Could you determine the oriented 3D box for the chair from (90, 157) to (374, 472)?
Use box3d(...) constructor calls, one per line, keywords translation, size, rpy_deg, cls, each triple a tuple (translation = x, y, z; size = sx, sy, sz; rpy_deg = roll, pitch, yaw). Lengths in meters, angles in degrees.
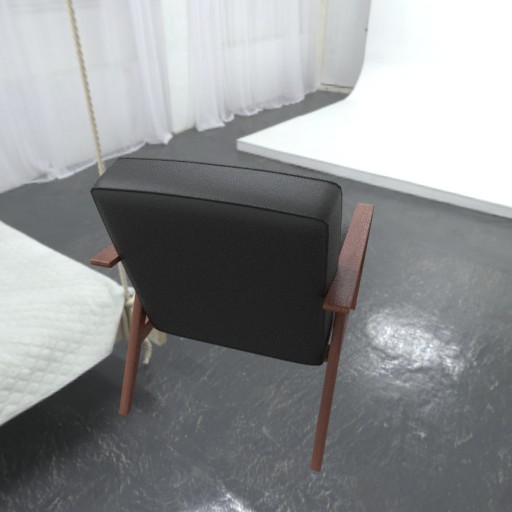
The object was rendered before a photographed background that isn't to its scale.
box3d(translation=(0.000, 0.000, 1.539), size=(0.719, 0.861, 0.889), rpy_deg=(10, 33, 15), cls="chair")
